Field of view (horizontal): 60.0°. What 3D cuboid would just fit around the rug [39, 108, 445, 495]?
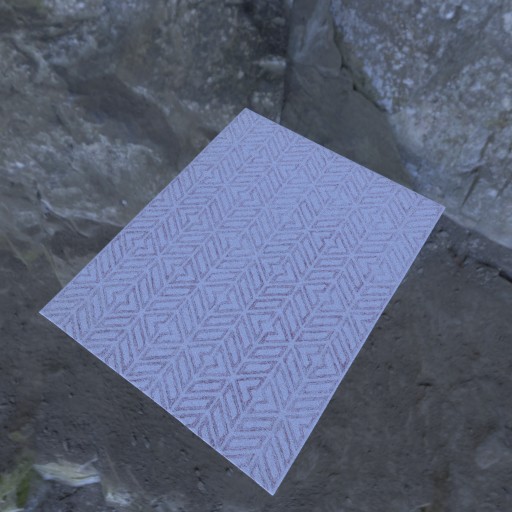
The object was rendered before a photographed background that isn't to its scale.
[{"bbox_3d":[0.000,0.000,4.080,2.421,0.008,3.045,31,65,16],"label":"rug"}]
